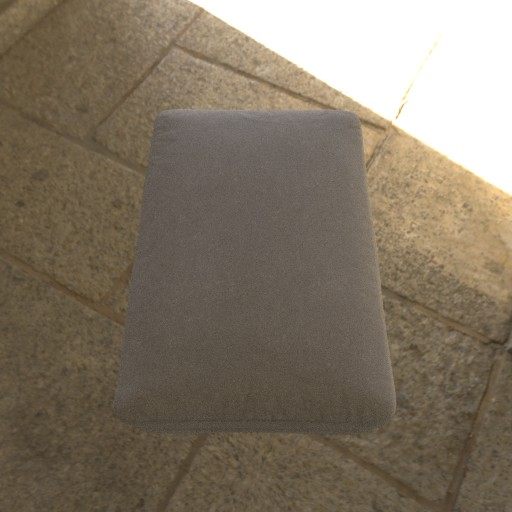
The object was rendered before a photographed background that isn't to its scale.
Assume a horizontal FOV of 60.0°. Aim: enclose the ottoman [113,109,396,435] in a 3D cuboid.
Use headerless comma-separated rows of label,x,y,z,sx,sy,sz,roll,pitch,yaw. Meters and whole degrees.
ottoman,0.000,0.000,1.625,0.840,0.429,1.199,0,64,0
